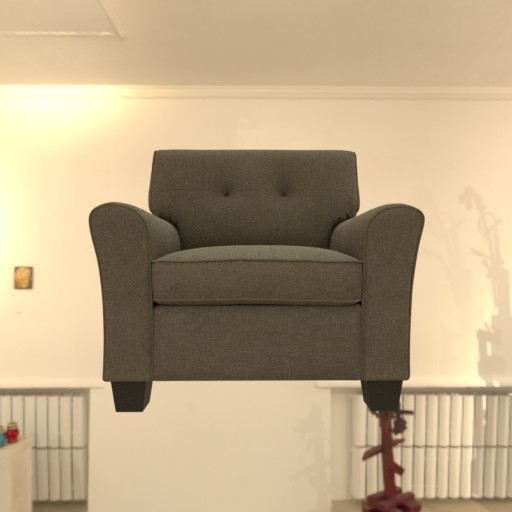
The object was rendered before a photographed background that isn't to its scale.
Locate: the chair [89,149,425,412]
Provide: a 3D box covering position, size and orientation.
[{"bbox_3d":[0.000,0.000,1.615,0.941,0.890,0.816,0,0,-1],"label":"chair"}]
